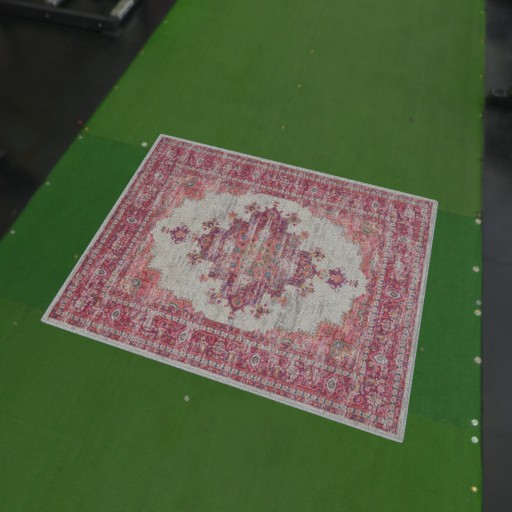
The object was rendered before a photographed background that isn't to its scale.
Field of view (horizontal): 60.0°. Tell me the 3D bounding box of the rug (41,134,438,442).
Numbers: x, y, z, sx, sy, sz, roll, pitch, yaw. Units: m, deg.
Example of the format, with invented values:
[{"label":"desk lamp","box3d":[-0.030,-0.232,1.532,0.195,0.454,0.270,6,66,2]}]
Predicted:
[{"label":"rug","box3d":[0.000,0.000,4.187,3.123,0.017,2.447,16,59,10]}]
